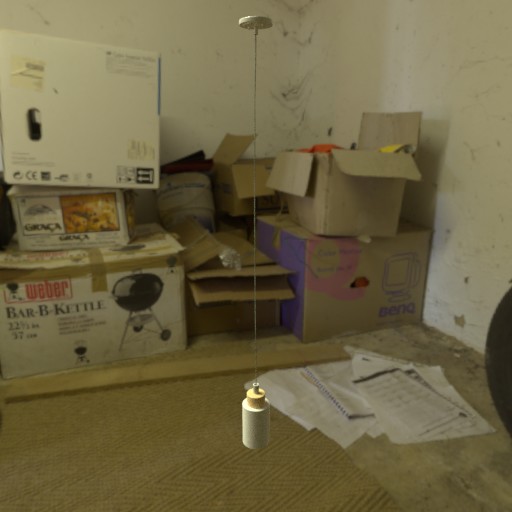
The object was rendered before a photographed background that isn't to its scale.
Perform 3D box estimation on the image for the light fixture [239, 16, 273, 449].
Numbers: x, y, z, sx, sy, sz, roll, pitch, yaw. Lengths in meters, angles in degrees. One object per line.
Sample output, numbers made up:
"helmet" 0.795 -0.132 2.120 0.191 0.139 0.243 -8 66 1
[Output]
"light fixture" 0.000 0.000 1.865 0.125 1.798 0.125 -14 20 -42
